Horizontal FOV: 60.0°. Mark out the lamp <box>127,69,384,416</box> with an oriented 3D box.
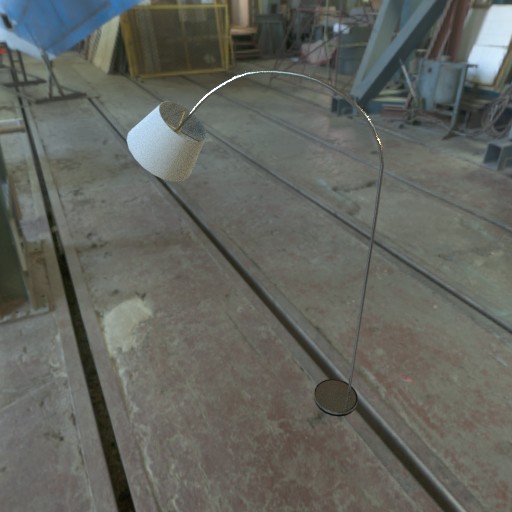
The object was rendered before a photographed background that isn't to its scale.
[{"bbox_3d":[0.000,0.000,2.665,1.445,2.098,0.406,9,33,15],"label":"lamp"}]
